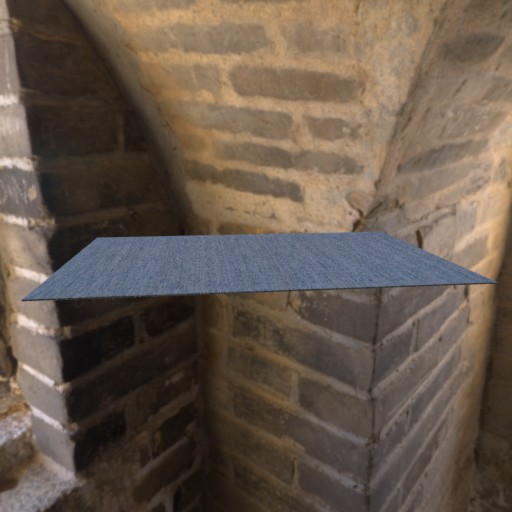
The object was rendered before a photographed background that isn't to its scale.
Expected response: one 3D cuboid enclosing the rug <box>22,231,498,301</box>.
[{"bbox_3d":[0.000,0.000,2.170,1.752,0.006,1.142,-2,13,-7],"label":"rug"}]
